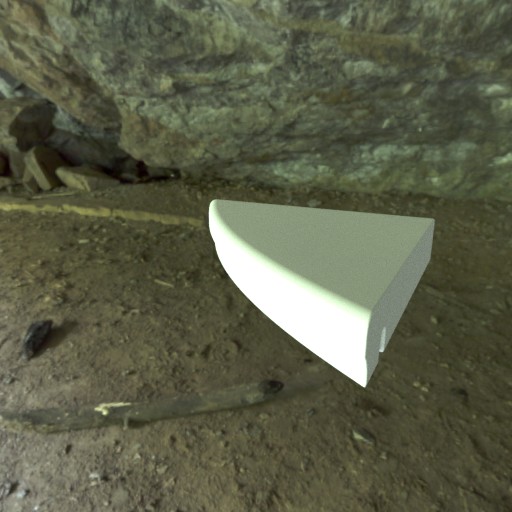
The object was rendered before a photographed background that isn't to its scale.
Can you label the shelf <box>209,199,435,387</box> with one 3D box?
[{"bbox_3d":[0.000,0.000,0.458,0.310,0.050,0.310,8,19,26],"label":"shelf"}]
